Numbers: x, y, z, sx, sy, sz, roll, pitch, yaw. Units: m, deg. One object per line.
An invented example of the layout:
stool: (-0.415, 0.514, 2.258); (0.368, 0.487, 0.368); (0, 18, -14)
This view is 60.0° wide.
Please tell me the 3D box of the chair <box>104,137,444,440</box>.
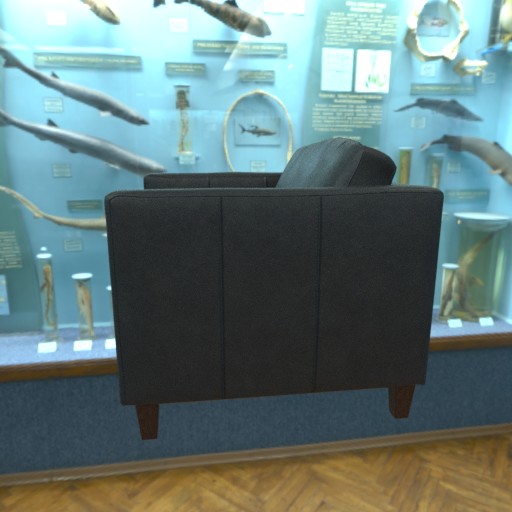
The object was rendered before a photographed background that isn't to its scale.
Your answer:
chair: (0.000, 0.000, 1.577); (0.862, 0.811, 0.939); (-2, 13, -8)
